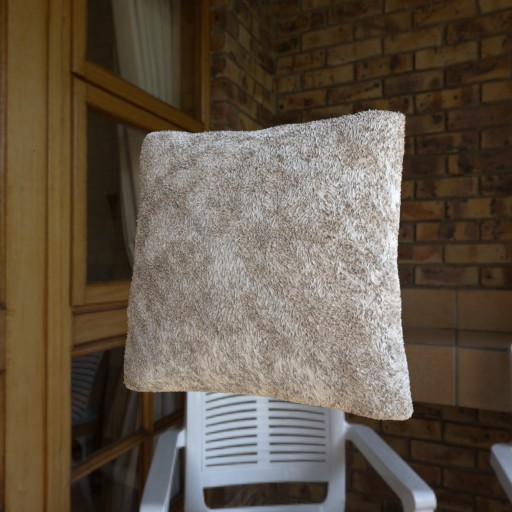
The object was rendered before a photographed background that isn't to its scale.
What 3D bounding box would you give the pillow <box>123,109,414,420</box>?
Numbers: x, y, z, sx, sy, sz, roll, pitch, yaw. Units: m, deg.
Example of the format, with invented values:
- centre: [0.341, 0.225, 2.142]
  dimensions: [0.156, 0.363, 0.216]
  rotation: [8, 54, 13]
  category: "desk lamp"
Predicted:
- centre: [0.000, 0.000, 0.793]
  dimensions: [0.529, 0.515, 0.218]
  rotation: [0, -1, 18]
  category: "pillow"
